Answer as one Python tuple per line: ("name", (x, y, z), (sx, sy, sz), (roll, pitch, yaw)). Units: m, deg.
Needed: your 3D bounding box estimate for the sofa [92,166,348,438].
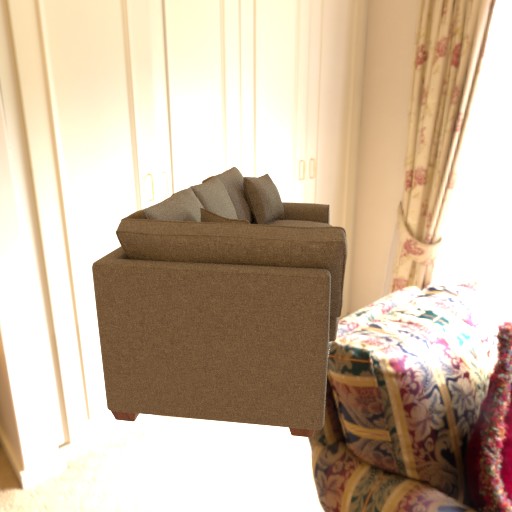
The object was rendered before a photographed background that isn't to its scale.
("sofa", (0.000, 0.000, 2.916), (1.061, 0.962, 2.317), (3, 17, 8))
